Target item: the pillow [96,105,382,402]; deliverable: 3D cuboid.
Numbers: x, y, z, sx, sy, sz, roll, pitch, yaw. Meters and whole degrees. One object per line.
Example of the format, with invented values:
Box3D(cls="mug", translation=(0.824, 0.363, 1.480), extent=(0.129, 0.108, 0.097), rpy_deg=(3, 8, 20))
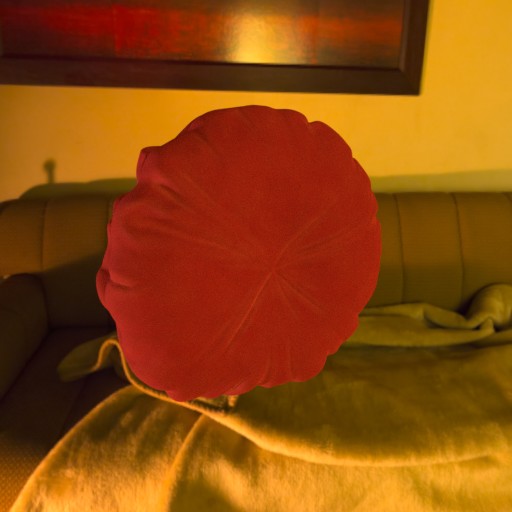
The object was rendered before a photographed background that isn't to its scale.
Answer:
Box3D(cls="pillow", translation=(0.000, 0.000, 0.630), extent=(0.428, 0.407, 0.148), rpy_deg=(-8, 17, -26))
